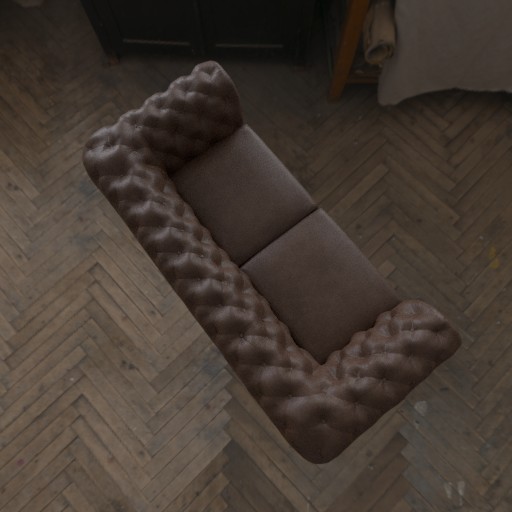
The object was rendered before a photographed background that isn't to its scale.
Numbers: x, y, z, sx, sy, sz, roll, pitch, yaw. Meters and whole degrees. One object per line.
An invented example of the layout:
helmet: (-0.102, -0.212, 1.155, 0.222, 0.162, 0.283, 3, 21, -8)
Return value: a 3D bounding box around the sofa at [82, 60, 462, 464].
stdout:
sofa: (0.000, 0.000, 2.512, 0.955, 0.784, 2.048, -37, 77, -10)
